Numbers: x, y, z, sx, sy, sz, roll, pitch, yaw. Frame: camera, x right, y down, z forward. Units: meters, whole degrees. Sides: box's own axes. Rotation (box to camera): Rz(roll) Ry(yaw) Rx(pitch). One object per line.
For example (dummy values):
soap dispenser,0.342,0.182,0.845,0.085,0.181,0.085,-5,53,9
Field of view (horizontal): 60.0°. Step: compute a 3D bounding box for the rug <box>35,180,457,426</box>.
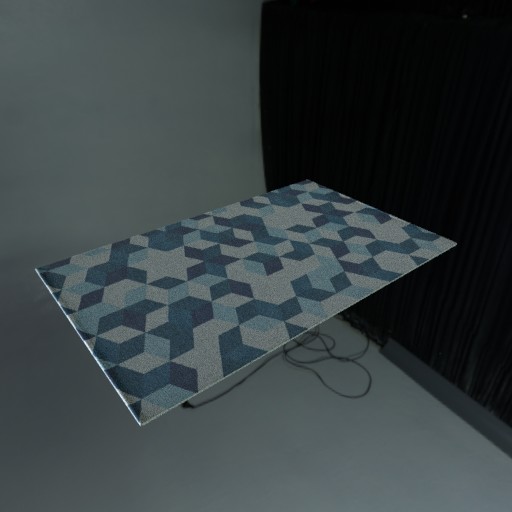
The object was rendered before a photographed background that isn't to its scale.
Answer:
rug,0.000,0.000,3.004,2.438,0.015,1.518,-23,38,-32
